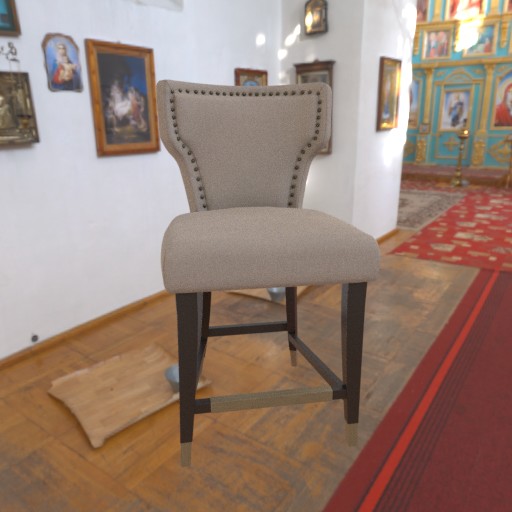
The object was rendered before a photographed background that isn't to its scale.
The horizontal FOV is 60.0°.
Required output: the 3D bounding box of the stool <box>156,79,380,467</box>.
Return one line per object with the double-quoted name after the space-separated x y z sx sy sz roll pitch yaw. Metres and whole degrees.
0.000 0.000 1.294 0.527 0.982 0.563 -3 17 -9 "stool"
